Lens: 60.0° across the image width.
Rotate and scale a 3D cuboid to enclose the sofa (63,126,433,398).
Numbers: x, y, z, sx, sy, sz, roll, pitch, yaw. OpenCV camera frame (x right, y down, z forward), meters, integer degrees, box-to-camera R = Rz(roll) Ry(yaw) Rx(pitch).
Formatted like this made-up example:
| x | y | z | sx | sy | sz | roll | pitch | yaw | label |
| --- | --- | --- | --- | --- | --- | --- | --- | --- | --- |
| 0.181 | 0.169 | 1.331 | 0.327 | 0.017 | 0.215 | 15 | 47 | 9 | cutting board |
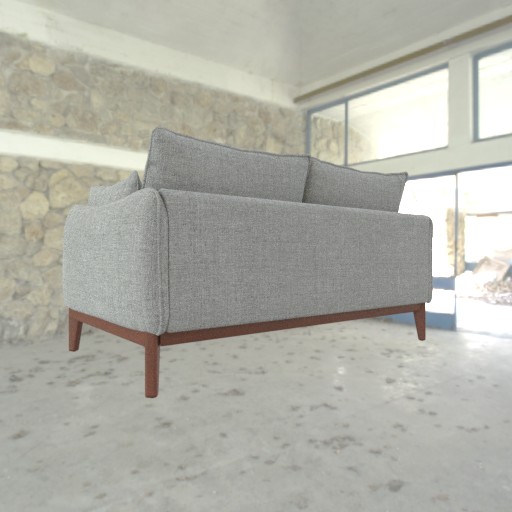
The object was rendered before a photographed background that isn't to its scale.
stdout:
| x | y | z | sx | sy | sz | roll | pitch | yaw | label |
| --- | --- | --- | --- | --- | --- | --- | --- | --- | --- |
| 0.000 | 0.000 | 2.119 | 1.580 | 0.851 | 0.972 | 0 | 0 | -38 | sofa |
